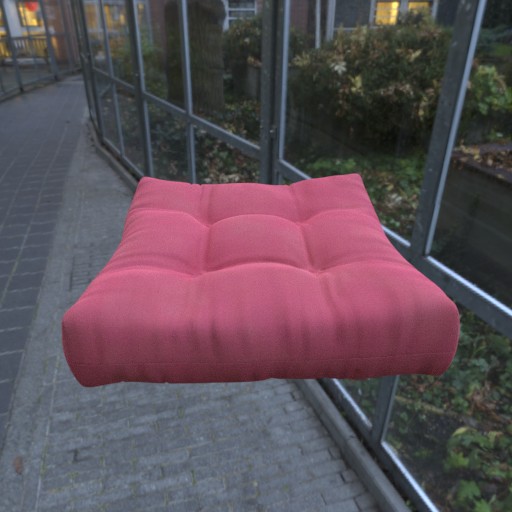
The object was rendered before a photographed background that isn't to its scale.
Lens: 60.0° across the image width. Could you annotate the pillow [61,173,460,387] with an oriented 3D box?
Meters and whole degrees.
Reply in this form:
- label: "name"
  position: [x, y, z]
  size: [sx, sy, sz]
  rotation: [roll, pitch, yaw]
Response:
- label: "pillow"
  position: [0.000, 0.000, 0.711]
  size: [0.468, 0.128, 0.490]
  rotation: [-1, 28, -2]
